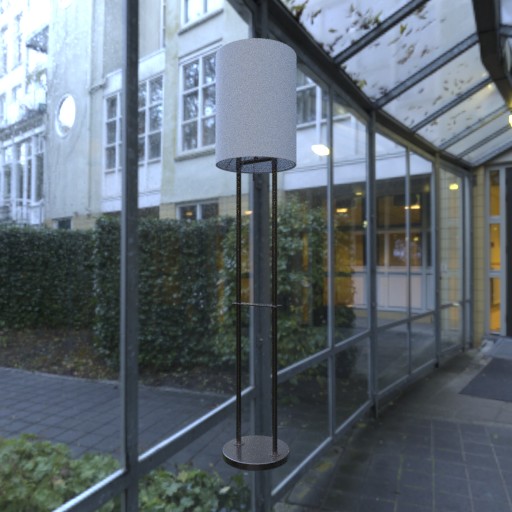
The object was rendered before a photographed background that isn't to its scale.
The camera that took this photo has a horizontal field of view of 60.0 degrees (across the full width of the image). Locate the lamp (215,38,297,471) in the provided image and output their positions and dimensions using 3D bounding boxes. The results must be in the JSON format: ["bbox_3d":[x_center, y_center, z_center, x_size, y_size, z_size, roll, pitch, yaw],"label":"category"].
[{"bbox_3d":[0.000,0.000,1.674,0.306,1.500,0.305,0,-1,35],"label":"lamp"}]
